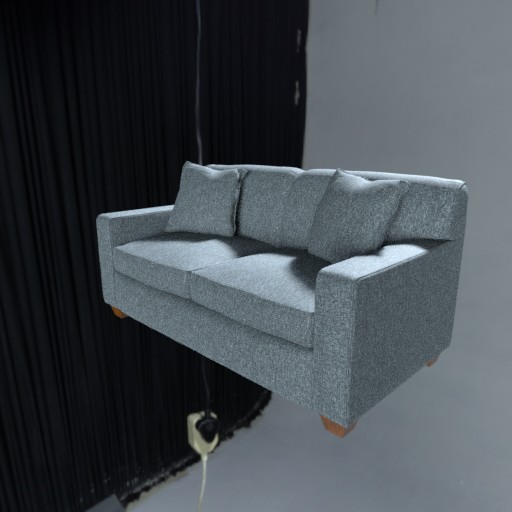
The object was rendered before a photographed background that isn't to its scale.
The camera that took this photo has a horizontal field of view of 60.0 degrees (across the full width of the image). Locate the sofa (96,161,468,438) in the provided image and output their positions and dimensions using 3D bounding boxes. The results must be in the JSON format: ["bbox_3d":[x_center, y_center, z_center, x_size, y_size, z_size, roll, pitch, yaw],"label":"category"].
[{"bbox_3d":[0.000,0.000,2.431,1.846,0.958,0.998,14,20,43],"label":"sofa"}]
